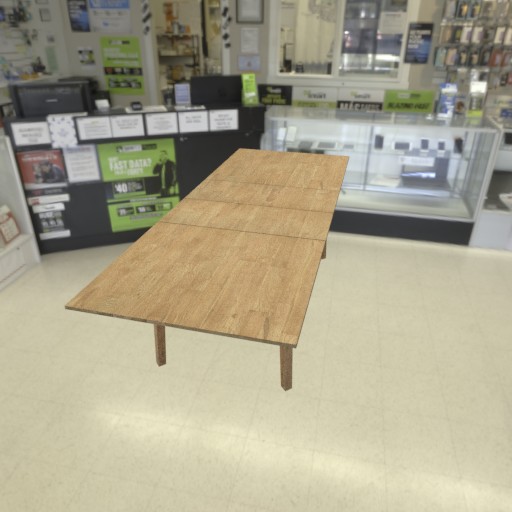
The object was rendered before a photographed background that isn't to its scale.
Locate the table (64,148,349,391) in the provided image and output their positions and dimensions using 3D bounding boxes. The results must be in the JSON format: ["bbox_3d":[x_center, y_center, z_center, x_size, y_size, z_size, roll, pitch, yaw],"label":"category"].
[{"bbox_3d":[0.000,0.000,3.059,1.000,0.752,2.603,7,29,13],"label":"table"}]
